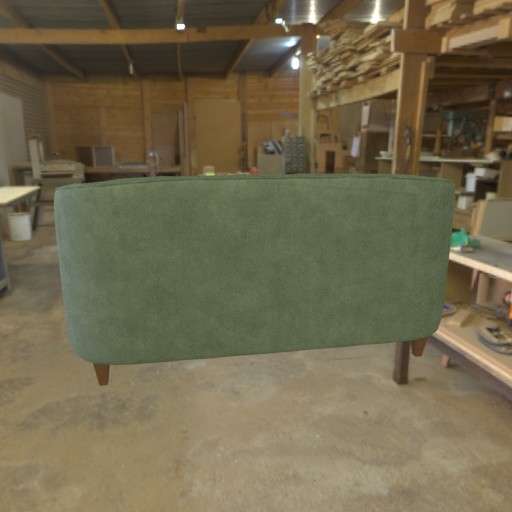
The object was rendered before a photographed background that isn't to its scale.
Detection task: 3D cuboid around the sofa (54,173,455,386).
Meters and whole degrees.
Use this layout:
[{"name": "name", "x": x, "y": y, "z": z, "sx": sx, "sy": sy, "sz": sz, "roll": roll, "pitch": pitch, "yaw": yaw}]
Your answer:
[{"name": "sofa", "x": 0.000, "y": 0.000, "z": 2.201, "sx": 1.733, "sy": 0.855, "sz": 0.941, "roll": -3, "pitch": 15, "yaw": -10}]
